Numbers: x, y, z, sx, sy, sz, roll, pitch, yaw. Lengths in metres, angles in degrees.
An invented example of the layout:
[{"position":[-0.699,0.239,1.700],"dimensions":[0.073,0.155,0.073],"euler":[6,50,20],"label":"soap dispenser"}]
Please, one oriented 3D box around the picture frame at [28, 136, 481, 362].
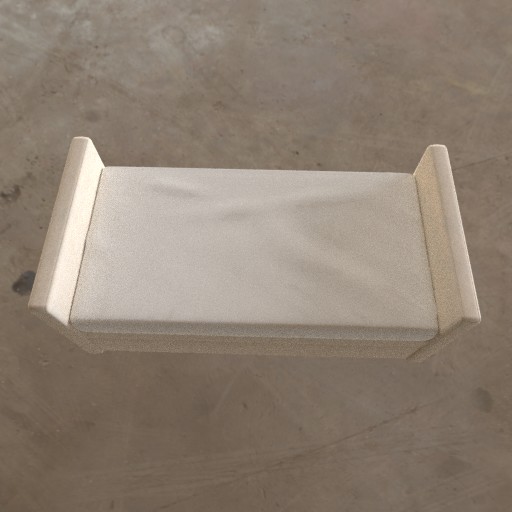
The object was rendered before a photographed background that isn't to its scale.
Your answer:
[{"position":[0.000,0.000,2.720],"dimensions":[2.161,0.891,1.069],"euler":[1,64,1],"label":"picture frame"}]
